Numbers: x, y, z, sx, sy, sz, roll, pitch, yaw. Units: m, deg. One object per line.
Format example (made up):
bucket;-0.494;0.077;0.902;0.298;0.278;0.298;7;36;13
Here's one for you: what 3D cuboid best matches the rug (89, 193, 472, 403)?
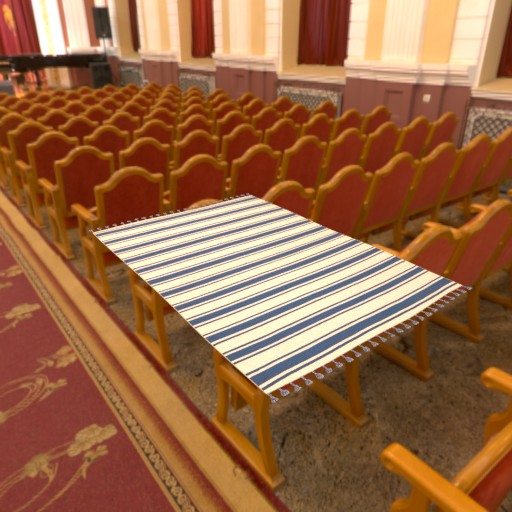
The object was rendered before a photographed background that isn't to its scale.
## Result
rug;0.000;0.000;3.051;1.544;0.010;2.315;-18;31;-33
